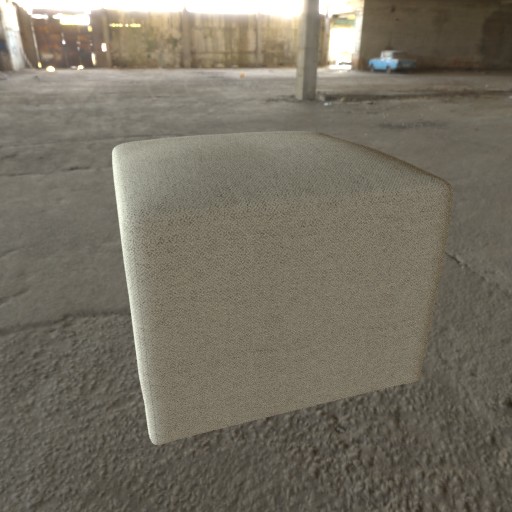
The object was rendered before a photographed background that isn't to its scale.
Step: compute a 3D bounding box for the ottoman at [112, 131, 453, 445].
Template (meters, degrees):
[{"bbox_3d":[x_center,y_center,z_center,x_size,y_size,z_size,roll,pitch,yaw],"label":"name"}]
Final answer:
[{"bbox_3d":[0.000,0.000,0.916,0.521,0.453,0.512,-8,26,-16],"label":"ottoman"}]
